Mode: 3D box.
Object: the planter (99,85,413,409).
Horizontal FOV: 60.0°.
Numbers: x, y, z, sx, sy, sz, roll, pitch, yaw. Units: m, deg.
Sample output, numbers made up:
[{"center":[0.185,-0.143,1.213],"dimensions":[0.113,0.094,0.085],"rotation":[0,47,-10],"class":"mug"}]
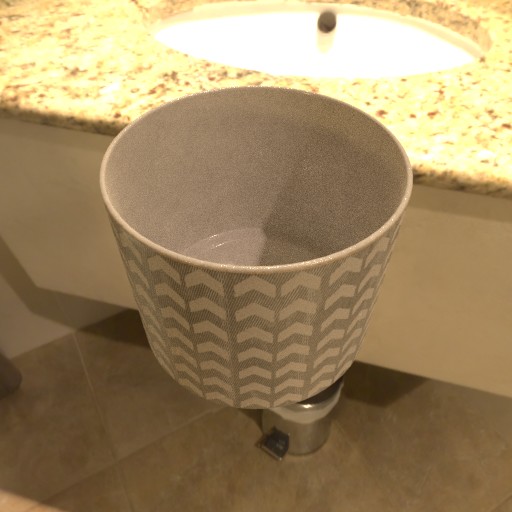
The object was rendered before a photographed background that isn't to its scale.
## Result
[{"center":[0.000,0.000,0.449],"dimensions":[0.250,0.239,0.250],"rotation":[0,47,0],"class":"planter"}]
